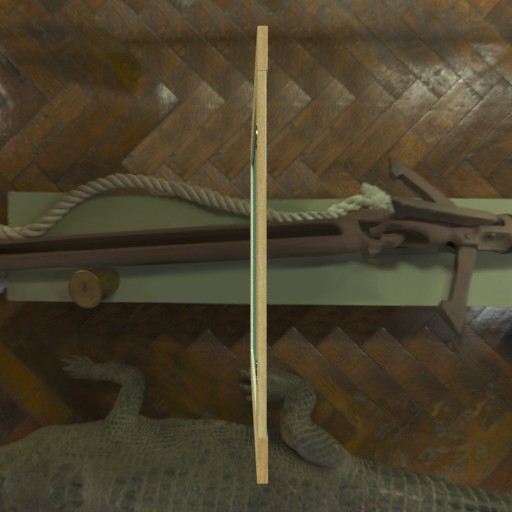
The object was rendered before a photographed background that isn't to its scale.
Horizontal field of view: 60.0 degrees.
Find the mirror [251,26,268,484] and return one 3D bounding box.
[{"bbox_3d":[0.000,0.000,1.174,0.020,0.800,0.800,0,89,-2],"label":"mirror"}]
